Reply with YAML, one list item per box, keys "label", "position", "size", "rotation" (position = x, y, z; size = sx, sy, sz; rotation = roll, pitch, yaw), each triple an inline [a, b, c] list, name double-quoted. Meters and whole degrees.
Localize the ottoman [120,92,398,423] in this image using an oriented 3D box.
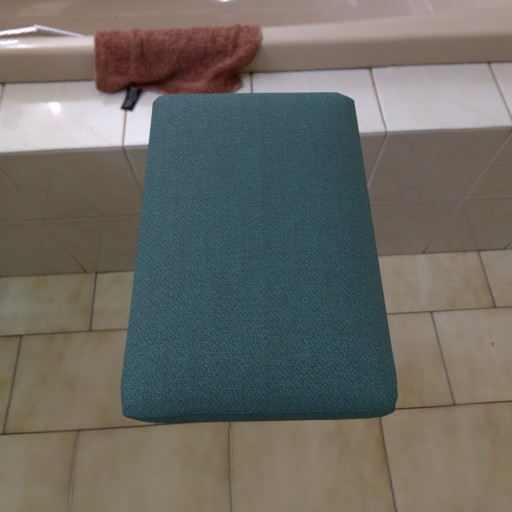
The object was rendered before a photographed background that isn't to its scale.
- label: "ottoman"
  position: [0.000, 0.000, 1.191]
  size: [0.563, 0.498, 0.856]
  rotation: [-1, 64, 0]
